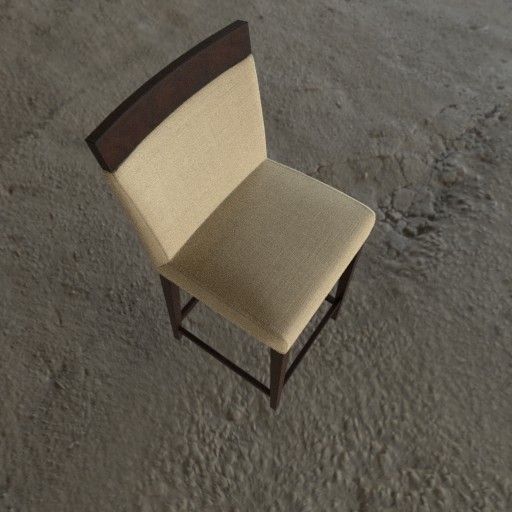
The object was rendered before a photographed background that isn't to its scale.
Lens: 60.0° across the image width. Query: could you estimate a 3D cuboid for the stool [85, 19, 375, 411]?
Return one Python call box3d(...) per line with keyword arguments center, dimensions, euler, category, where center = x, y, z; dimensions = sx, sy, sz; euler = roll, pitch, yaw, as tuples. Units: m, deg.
box3d(center=(0.000, 0.000, 1.380), dimensions=(0.531, 1.117, 0.511), euler=(31, 63, 18), category="stool")
